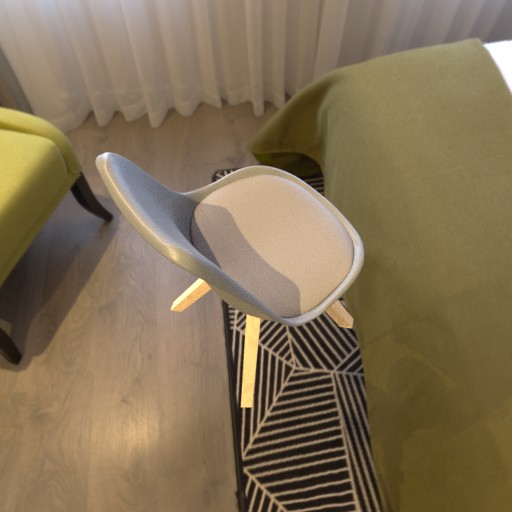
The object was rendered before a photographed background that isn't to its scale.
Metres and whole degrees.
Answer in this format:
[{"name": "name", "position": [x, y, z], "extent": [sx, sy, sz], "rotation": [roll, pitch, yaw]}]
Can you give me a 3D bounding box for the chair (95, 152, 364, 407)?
[{"name": "chair", "position": [0.000, 0.000, 1.176], "extent": [0.550, 0.850, 0.485], "rotation": [-33, 65, -18]}]
